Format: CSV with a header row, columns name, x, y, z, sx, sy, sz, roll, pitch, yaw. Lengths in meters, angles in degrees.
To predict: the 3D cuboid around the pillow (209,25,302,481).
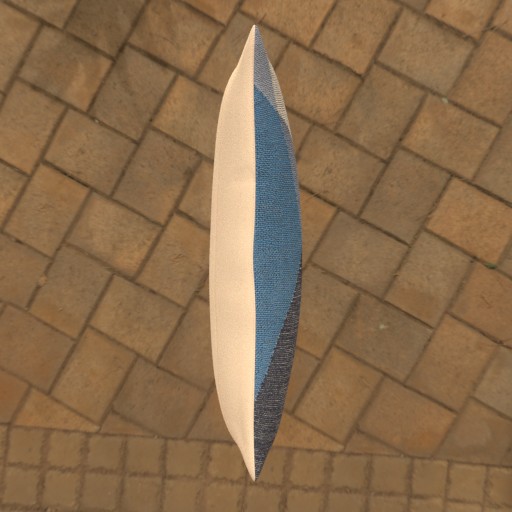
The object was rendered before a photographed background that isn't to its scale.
name,x,y,z,sx,sy,sz,roll,pitch,yaw
pillow,0.000,0.000,0.719,0.148,0.307,0.604,0,91,0
